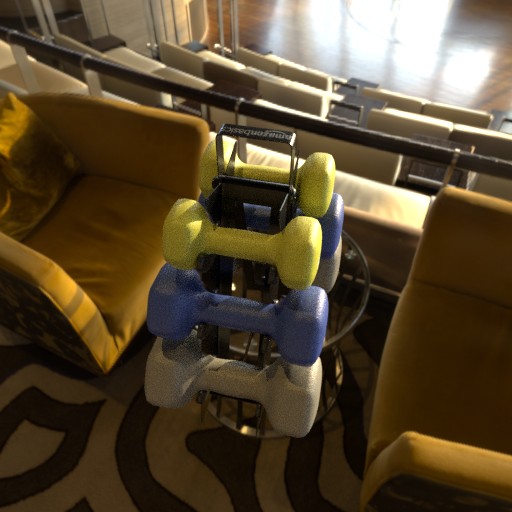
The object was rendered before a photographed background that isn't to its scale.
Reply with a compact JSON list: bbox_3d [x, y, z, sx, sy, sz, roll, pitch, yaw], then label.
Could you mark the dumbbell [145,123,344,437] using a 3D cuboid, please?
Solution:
[{"bbox_3d":[0.000,0.000,0.681,0.261,0.426,0.416,10,47,9],"label":"dumbbell"}]
